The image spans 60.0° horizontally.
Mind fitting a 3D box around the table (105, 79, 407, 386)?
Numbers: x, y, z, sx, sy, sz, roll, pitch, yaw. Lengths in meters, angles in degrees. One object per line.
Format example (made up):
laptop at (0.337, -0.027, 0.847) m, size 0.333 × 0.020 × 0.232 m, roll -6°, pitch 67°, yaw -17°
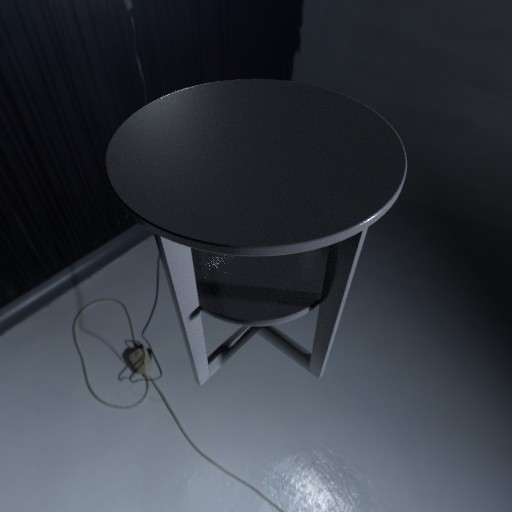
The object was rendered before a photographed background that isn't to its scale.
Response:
table at (0.000, 0.000, 0.950) m, size 0.500 × 0.550 × 0.500 m, roll 0°, pitch 46°, yaw 0°
